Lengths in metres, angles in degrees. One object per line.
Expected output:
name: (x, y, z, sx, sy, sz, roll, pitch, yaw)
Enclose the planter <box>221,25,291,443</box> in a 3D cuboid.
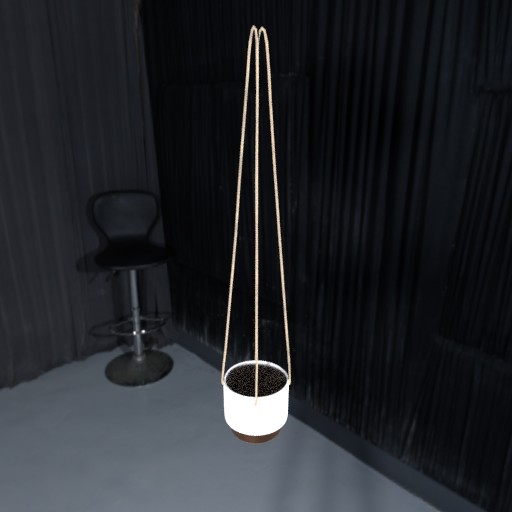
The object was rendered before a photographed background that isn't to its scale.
planter: (0.000, 0.000, 0.901, 0.146, 0.841, 0.146, -18, 26, -42)
